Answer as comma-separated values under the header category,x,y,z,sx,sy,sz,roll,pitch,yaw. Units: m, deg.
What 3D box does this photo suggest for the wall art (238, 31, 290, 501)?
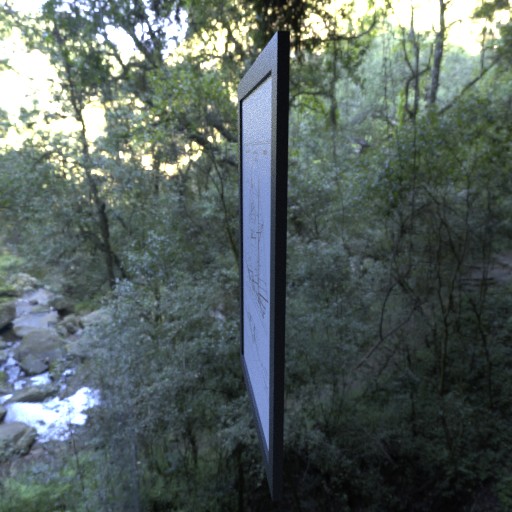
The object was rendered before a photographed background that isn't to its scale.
category,x,y,z,sx,sy,sz,roll,pitch,yaw
wall art,0.000,0.000,0.669,0.013,0.534,0.381,-2,14,-8
